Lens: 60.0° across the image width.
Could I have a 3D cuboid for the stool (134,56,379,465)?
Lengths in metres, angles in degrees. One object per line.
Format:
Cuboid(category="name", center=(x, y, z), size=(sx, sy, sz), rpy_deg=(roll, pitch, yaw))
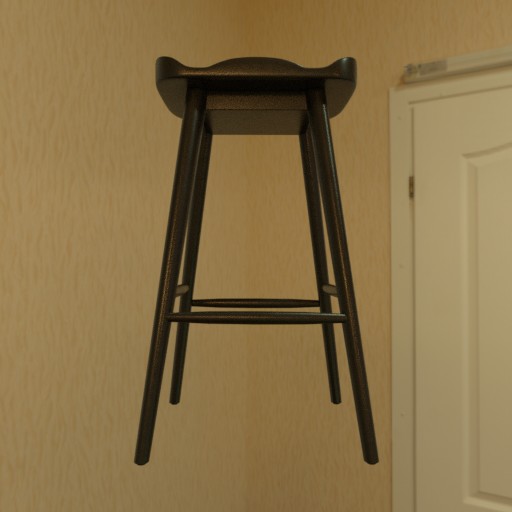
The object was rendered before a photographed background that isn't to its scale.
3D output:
Cuboid(category="stool", center=(0.000, 0.000, 0.968), size=(0.440, 0.749, 0.361), rpy_deg=(0, -1, 0))
